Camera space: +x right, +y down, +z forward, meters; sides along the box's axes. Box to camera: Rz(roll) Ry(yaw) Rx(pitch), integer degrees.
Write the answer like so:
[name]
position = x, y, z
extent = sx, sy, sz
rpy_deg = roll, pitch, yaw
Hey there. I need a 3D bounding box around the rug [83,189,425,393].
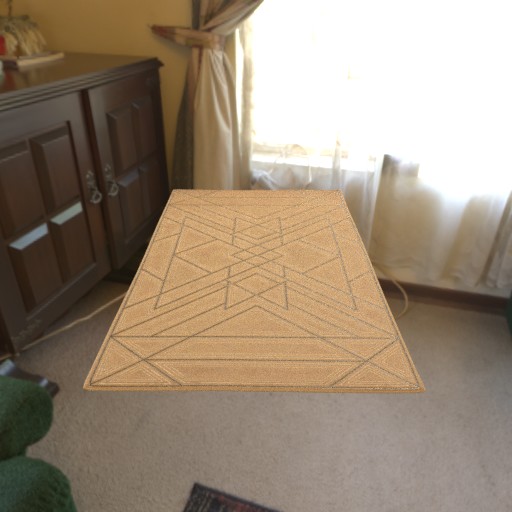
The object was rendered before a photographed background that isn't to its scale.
[rug]
position = 0.000, 0.000, 3.082
extent = 1.575, 0.023, 2.459
rpy_deg = 0, 30, 1
